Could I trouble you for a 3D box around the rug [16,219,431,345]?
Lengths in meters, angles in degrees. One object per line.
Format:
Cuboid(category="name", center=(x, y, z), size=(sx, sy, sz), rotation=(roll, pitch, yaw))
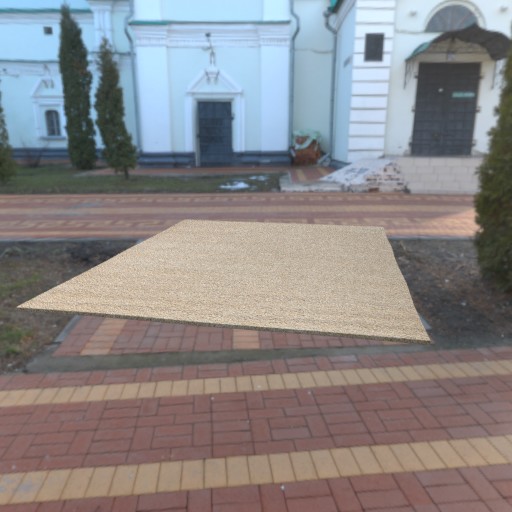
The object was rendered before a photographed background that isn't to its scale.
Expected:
Cuboid(category="rug", center=(0.000, 0.000, 3.899), size=(2.400, 0.026, 3.000), rotation=(3, 15, 11))
